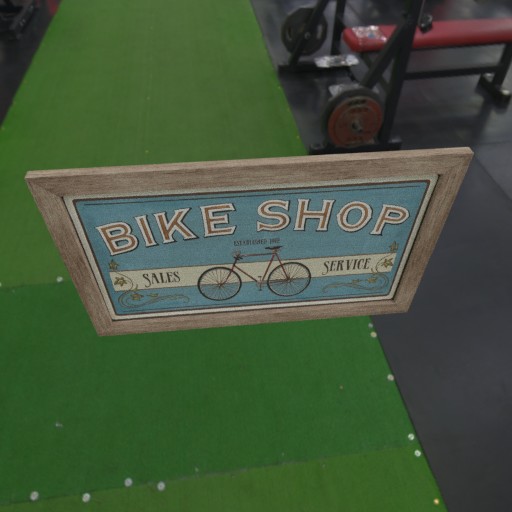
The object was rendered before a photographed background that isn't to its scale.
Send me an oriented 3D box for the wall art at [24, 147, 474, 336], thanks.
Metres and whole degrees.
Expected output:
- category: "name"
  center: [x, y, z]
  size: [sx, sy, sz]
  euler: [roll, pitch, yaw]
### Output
- category: "wall art"
  center: [0.000, 0.000, 0.947]
  size: [0.780, 0.480, 0.021]
  euler: [-4, 47, -4]
